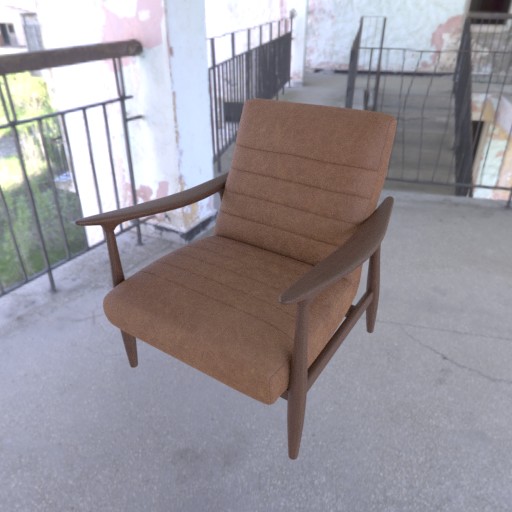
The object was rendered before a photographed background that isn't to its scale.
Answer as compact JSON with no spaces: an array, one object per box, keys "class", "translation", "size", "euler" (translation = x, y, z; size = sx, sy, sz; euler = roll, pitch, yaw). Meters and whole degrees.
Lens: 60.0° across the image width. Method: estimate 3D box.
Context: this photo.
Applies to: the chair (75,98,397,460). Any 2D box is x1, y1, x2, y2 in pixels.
[{"class":"chair","translation":[0.000,0.000,1.437],"size":[0.741,0.832,0.798],"euler":[19,35,29]}]
